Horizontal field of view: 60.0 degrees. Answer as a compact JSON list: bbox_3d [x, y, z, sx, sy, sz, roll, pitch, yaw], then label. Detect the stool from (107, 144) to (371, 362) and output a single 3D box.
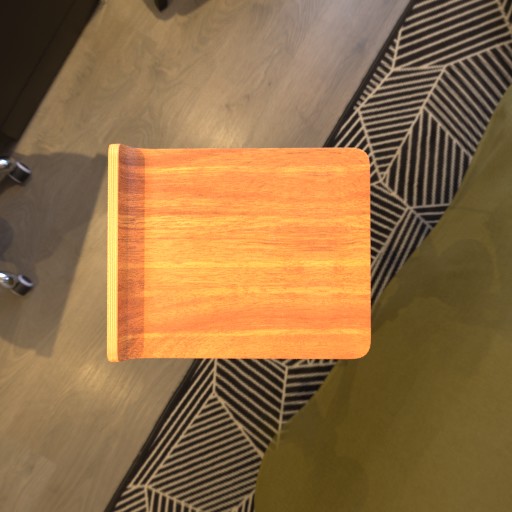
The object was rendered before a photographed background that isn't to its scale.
[{"bbox_3d":[0.000,0.000,1.009,0.500,0.650,0.500,0,89,2],"label":"stool"}]
